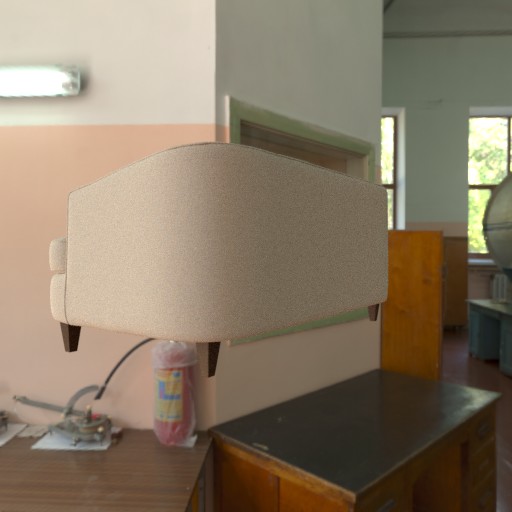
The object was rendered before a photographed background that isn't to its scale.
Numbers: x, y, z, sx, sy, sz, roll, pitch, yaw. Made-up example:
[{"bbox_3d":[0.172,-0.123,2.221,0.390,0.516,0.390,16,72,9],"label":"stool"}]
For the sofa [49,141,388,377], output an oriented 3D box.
[{"bbox_3d":[0.000,0.000,2.272,0.941,0.855,1.733,1,1,37],"label":"sofa"}]
